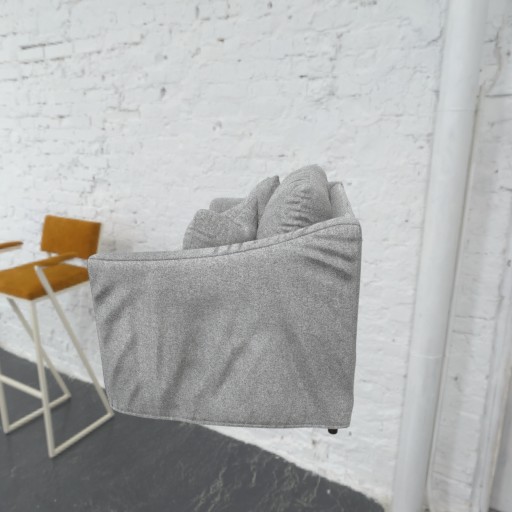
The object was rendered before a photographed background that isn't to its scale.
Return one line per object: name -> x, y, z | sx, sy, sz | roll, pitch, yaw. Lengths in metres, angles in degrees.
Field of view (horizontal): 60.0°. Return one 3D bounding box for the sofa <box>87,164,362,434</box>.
sofa -> 0.000, 0.000, 2.621 | 1.072, 1.018, 2.010 | 2, 14, 9
